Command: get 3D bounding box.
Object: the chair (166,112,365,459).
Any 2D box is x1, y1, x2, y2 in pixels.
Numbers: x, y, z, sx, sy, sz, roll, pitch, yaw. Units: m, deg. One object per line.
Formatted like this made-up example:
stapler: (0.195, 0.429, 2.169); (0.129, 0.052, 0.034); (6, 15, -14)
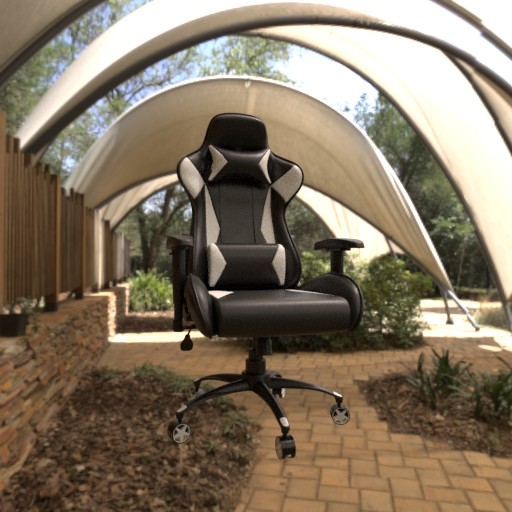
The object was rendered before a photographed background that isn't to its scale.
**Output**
chair: (0.000, 0.000, 1.724); (0.730, 1.285, 0.695); (0, -1, -17)
